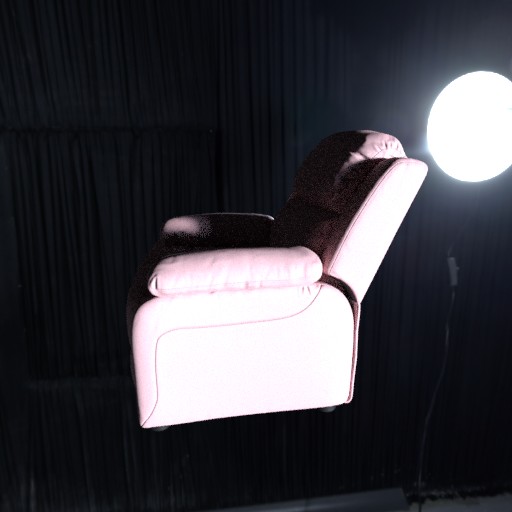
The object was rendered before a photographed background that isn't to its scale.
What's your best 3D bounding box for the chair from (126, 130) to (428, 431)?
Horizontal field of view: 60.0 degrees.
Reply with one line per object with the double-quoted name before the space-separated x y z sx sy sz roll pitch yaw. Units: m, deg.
"chair" 0.000 0.000 1.284 0.709 0.702 0.680 -2 14 -9
